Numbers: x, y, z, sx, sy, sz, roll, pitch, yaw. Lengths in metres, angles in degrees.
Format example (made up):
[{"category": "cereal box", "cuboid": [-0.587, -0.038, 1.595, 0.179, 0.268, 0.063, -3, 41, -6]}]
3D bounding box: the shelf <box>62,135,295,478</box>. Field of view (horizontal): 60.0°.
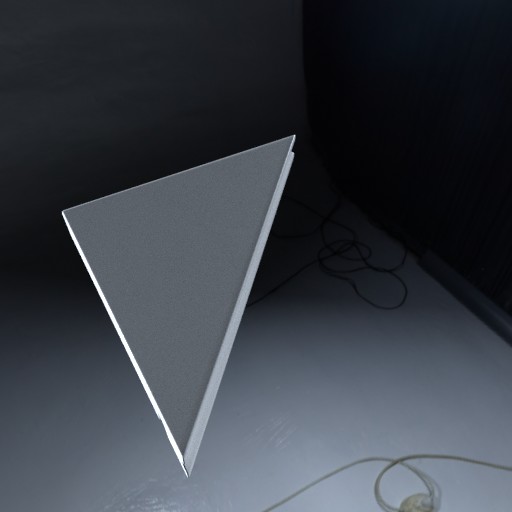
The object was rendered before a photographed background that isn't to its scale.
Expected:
[{"category": "shelf", "cuboid": [0.000, 0.000, 0.441, 0.296, 0.035, 0.296, -24, 50, -21]}]
